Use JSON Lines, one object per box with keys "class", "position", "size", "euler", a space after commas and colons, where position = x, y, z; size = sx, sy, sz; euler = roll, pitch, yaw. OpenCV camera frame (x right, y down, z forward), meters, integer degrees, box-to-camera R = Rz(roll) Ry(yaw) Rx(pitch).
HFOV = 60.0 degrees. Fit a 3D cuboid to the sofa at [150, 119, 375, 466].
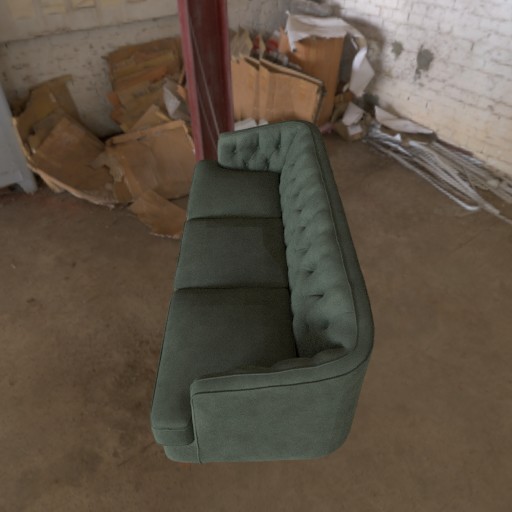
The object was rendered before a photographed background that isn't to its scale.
{"class": "sofa", "position": [0.000, 0.000, 2.691], "size": [0.941, 0.855, 2.278], "euler": [-1, 40, -1]}
